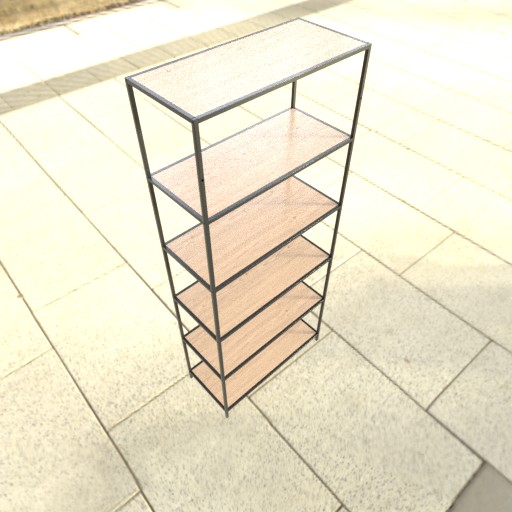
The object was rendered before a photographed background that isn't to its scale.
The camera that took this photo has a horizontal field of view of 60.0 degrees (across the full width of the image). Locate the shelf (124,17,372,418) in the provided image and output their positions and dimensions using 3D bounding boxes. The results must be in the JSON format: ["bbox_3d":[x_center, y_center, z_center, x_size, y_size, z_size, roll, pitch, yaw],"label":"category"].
[{"bbox_3d":[0.000,0.000,2.109,0.770,1.850,0.350,-34,55,-28],"label":"shelf"}]
